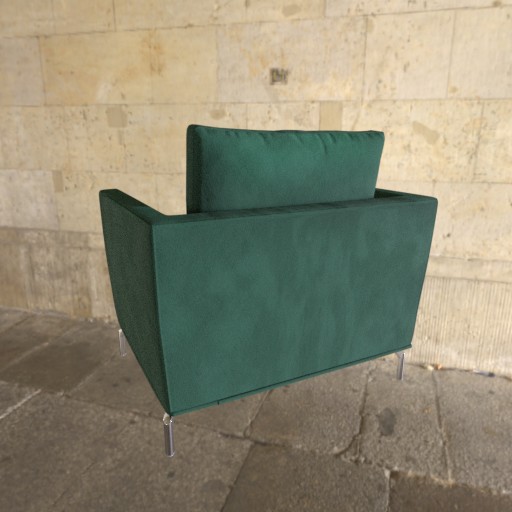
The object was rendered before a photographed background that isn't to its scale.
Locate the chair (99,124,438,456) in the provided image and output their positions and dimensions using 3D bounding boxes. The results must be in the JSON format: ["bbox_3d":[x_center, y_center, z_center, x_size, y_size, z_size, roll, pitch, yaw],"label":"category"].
[{"bbox_3d":[0.000,0.000,1.772,1.047,0.997,0.852,-8,17,-26],"label":"chair"}]
